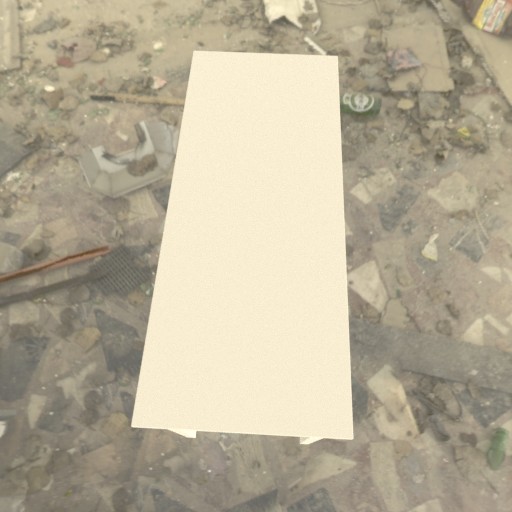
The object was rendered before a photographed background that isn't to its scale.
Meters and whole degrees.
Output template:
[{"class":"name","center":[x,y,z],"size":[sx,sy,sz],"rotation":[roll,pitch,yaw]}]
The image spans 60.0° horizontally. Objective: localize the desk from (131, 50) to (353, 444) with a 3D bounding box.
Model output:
[{"class":"desk","center":[0.000,0.000,1.760],"size":[0.559,0.774,1.372],"rotation":[3,64,1]}]
